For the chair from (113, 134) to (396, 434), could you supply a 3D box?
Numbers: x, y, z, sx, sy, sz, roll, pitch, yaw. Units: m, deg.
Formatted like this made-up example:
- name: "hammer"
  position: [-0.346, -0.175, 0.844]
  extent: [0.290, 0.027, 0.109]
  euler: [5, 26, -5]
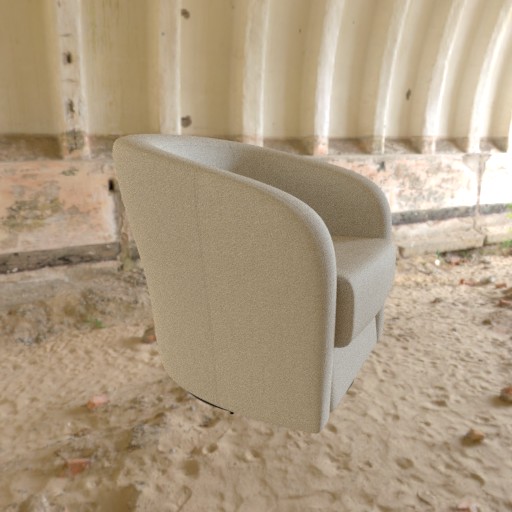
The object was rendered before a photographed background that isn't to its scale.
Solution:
- name: "chair"
  position: [0.000, 0.000, 1.436]
  extent: [0.815, 0.771, 0.791]
  euler: [7, 15, 27]
